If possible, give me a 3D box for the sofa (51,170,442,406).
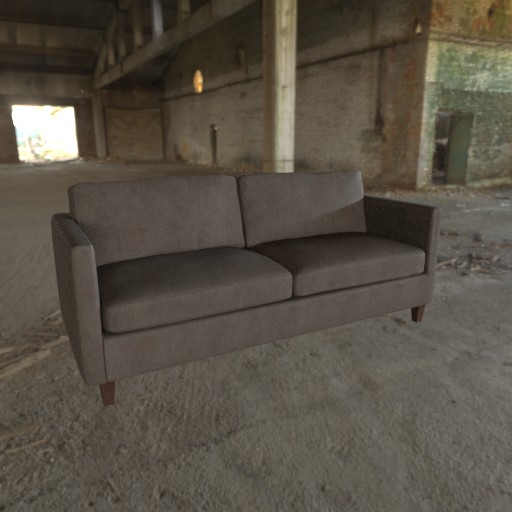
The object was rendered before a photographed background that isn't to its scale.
[{"bbox_3d":[0.000,0.000,2.724,2.208,0.965,0.951,-8,17,-27],"label":"sofa"}]
